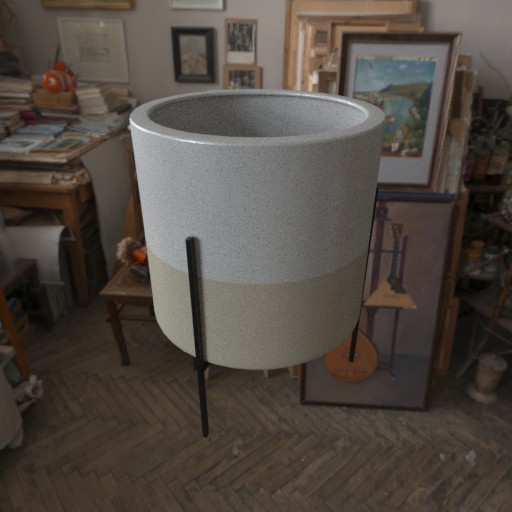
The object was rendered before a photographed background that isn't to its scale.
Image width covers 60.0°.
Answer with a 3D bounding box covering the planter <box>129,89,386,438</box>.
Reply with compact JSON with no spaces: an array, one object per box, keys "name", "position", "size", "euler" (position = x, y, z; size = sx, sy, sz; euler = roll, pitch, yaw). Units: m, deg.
[{"name":"planter","position":[0.000,0.000,0.752],"size":[0.359,0.484,0.368],"euler":[-18,34,-29]}]
